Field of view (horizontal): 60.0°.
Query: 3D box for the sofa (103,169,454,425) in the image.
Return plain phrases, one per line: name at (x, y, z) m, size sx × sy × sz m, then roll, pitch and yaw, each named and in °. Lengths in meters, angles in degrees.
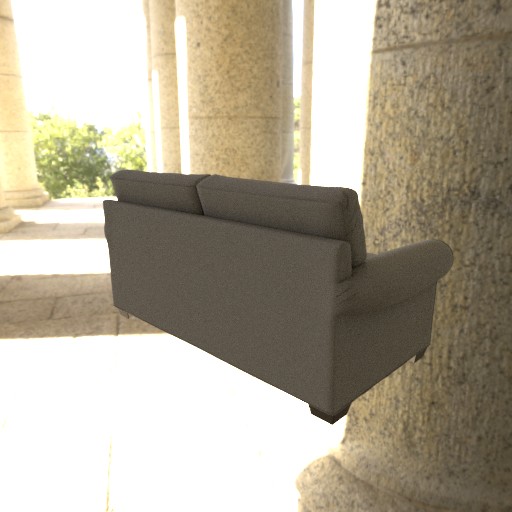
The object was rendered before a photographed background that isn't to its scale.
sofa at (0.000, 0.000, 2.528) m, size 1.930 × 0.952 × 0.940 m, roll 14°, pitch 20°, yaw 43°
